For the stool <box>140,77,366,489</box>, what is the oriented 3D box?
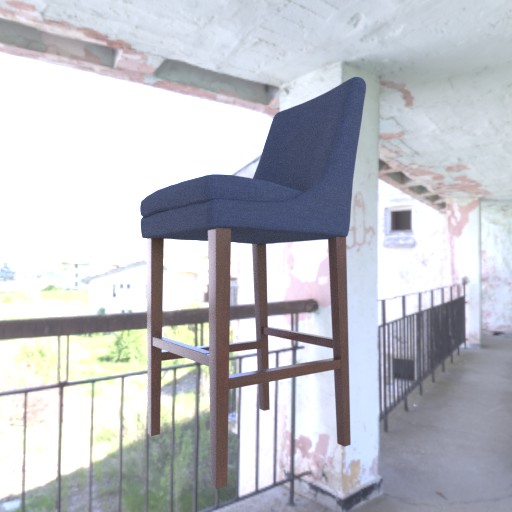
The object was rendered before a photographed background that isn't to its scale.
[{"bbox_3d":[0.000,0.000,1.338,0.577,1.078,0.470,1,-2,-35],"label":"stool"}]
